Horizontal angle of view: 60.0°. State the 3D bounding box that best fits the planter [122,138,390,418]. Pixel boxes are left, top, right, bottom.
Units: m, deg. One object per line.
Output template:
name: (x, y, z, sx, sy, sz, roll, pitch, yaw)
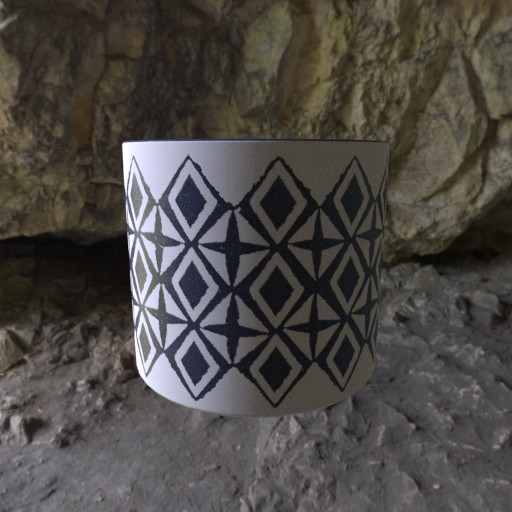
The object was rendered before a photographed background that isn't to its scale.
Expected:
planter: (0.000, 0.000, 0.331, 0.182, 0.165, 0.182, 0, 13, 0)
